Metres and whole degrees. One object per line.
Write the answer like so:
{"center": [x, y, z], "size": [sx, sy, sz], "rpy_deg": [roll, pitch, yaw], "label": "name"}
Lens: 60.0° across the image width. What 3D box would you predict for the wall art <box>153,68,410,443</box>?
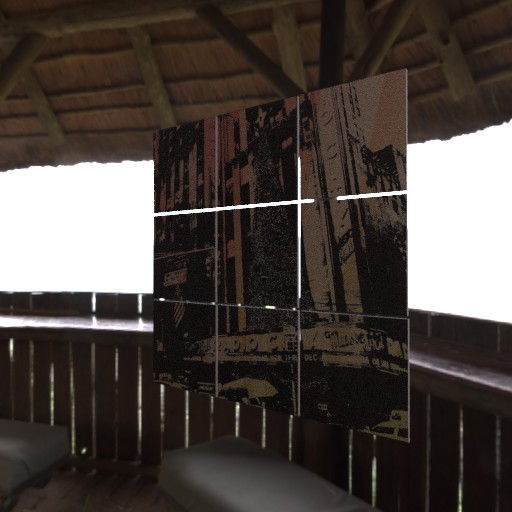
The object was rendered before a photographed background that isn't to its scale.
{"center": [0.000, 0.000, 2.249], "size": [1.527, 1.521, 0.017], "rpy_deg": [0, -1, 36], "label": "wall art"}
